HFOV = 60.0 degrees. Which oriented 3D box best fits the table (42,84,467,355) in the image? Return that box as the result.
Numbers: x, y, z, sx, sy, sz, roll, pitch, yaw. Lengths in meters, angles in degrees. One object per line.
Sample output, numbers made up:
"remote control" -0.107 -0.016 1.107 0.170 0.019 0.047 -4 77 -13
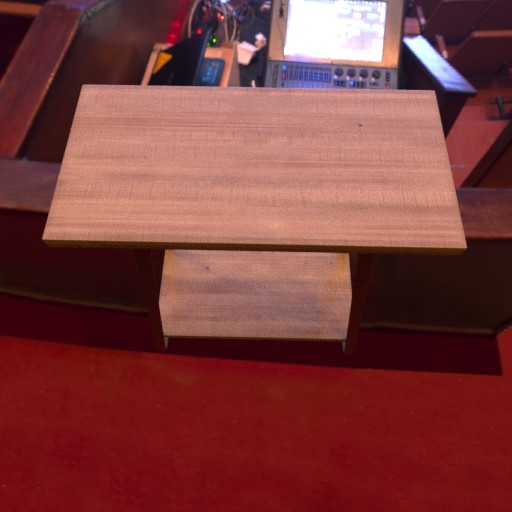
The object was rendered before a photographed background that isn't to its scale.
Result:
"table" 0.000 0.000 1.004 0.599 0.701 0.300 1 64 1
